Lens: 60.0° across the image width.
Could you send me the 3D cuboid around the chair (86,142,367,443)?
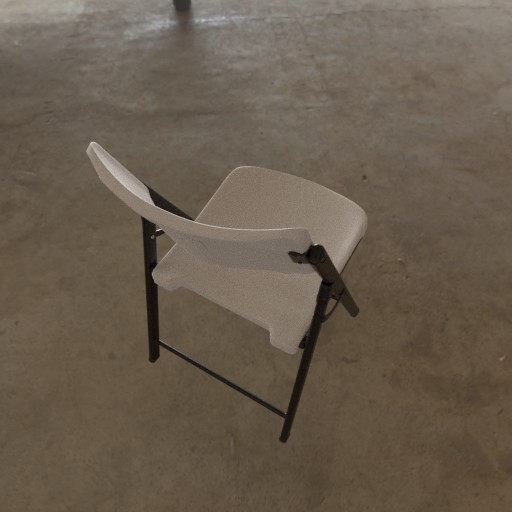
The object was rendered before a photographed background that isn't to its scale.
[{"bbox_3d":[0.000,0.000,1.107,0.482,0.765,0.577,24,52,20],"label":"chair"}]
